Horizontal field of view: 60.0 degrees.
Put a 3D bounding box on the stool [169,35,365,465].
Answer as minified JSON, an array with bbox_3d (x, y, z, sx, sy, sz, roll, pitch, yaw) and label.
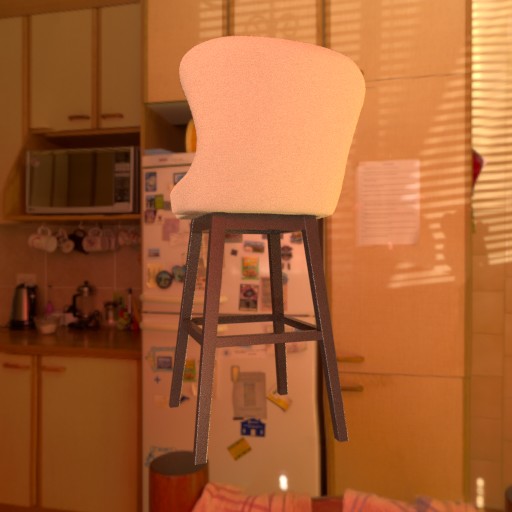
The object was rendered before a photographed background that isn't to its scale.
[{"bbox_3d":[0.000,0.000,1.362,0.528,1.066,0.605,0,0,-19],"label":"stool"}]
